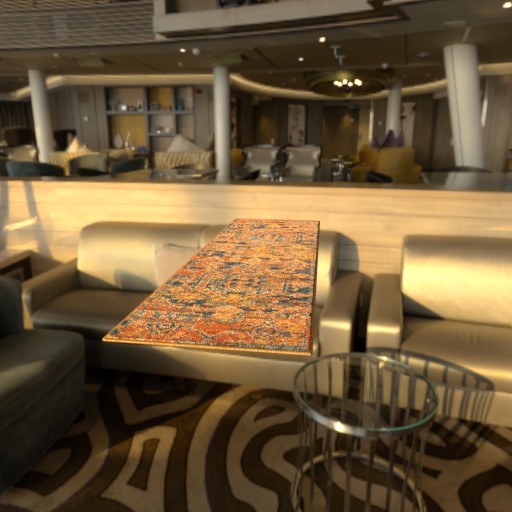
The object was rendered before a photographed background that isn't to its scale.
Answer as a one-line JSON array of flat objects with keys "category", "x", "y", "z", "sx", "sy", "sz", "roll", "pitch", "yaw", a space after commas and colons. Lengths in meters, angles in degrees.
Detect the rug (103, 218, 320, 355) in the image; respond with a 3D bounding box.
[{"category": "rug", "x": 0.000, "y": 0.000, "z": 2.004, "sx": 0.556, "sy": 0.013, "sz": 1.820, "roll": 2, "pitch": 15, "yaw": 8}]
